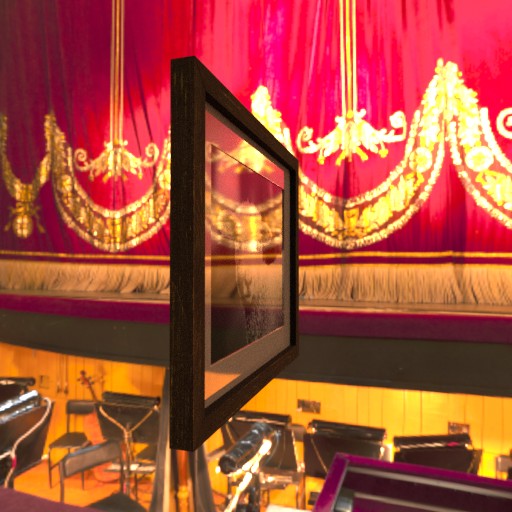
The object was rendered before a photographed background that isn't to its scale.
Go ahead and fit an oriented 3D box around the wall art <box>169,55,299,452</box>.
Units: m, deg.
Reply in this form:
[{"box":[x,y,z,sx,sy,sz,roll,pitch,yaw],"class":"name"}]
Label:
[{"box":[0.000,0.000,0.781,0.032,0.457,0.558,0,-1,18],"class":"wall art"}]
